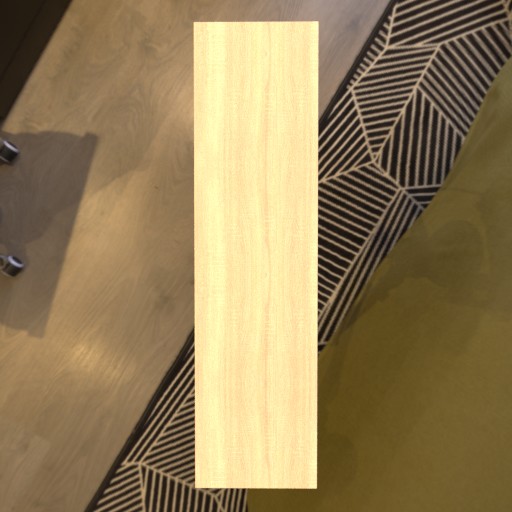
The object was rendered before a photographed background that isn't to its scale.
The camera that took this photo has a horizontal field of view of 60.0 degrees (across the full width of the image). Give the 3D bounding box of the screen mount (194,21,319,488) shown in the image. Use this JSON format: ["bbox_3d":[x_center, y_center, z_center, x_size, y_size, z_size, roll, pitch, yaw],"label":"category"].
[{"bbox_3d":[0.000,0.000,1.678,0.401,0.509,1.500,0,91,1],"label":"screen mount"}]
